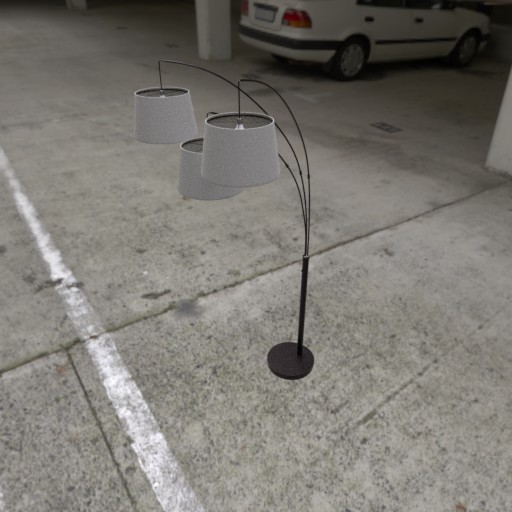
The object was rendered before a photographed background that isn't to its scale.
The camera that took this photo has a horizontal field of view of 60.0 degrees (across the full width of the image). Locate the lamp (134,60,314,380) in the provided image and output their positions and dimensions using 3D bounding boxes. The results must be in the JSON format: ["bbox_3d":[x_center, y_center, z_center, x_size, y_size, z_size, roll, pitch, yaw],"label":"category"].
[{"bbox_3d":[0.000,0.000,2.419,0.924,1.950,0.951,-20,36,-29],"label":"lamp"}]
